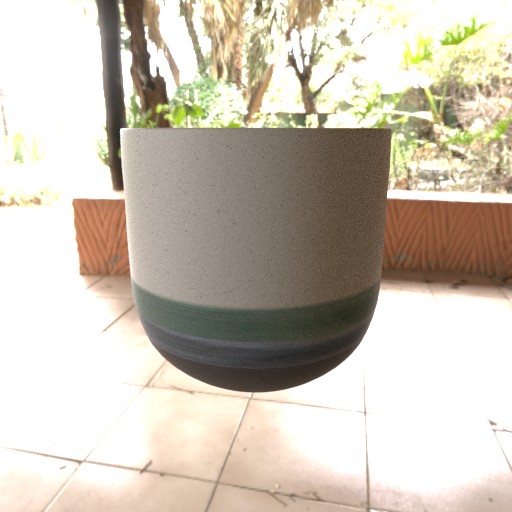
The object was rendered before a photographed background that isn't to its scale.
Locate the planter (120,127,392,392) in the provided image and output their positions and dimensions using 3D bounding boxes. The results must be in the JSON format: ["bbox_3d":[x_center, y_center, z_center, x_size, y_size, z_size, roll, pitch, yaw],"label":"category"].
[{"bbox_3d":[0.000,0.000,0.488,0.268,0.270,0.268,0,16,0],"label":"planter"}]
